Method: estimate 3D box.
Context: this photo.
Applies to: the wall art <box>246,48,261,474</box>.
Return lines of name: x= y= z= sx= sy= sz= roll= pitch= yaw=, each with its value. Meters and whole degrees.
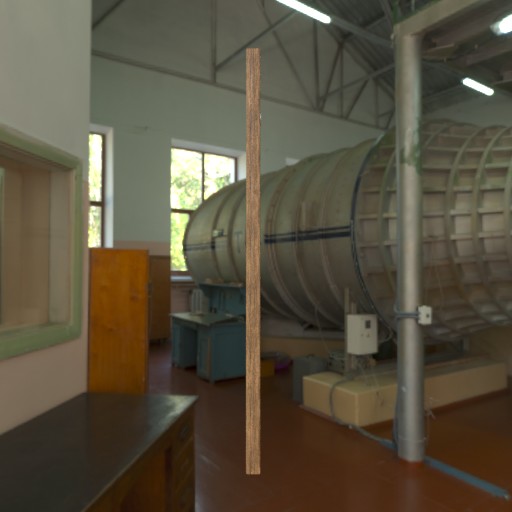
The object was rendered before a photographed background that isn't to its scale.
wall art: x=0.000 y=0.000 z=0.863 sx=0.021 sy=0.582 sz=0.561 roll=0 pitch=-1 yaw=1
